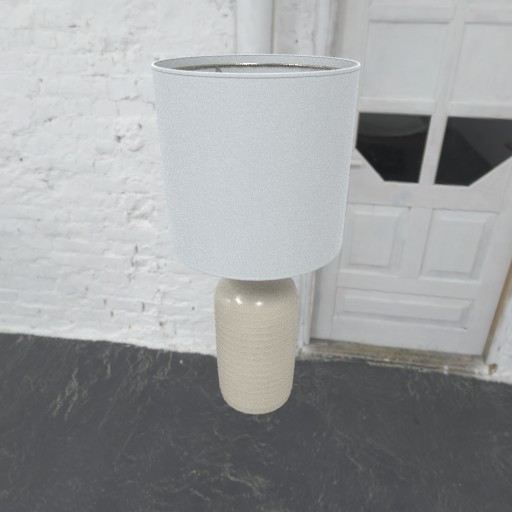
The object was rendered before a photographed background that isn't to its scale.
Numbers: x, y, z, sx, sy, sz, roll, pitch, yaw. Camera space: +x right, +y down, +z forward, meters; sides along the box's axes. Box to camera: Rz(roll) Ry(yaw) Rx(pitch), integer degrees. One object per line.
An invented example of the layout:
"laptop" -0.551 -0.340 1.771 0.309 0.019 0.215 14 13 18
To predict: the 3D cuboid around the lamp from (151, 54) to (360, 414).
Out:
"lamp" 0.000 0.000 0.590 0.220 0.475 0.220 -7 29 -13
